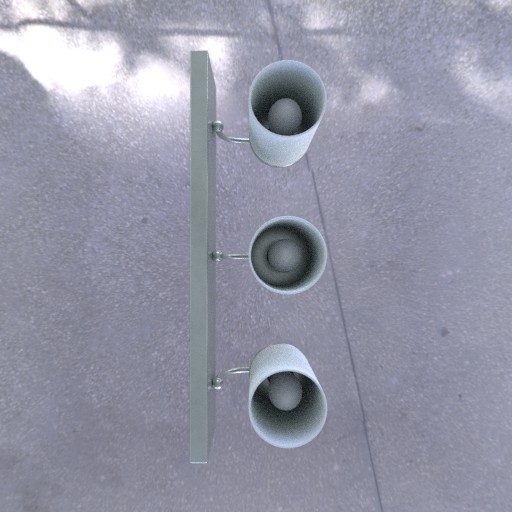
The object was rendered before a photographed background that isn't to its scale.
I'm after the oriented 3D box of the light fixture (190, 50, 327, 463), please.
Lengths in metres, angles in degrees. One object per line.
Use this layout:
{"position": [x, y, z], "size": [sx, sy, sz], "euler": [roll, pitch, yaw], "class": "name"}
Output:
{"position": [0.000, 0.000, 0.533], "size": [0.145, 0.172, 0.451], "euler": [0, 89, 0], "class": "light fixture"}
